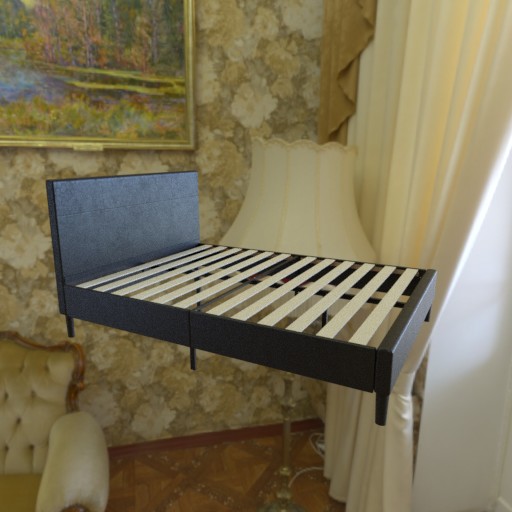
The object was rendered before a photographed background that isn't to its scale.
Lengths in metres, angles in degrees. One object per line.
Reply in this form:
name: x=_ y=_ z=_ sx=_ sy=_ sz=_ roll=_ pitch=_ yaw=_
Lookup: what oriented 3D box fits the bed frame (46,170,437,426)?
bed frame: x=0.000 y=0.000 z=3.240 sx=2.318 sy=1.127 sz=1.634 roll=7 pitch=15 yaw=28
